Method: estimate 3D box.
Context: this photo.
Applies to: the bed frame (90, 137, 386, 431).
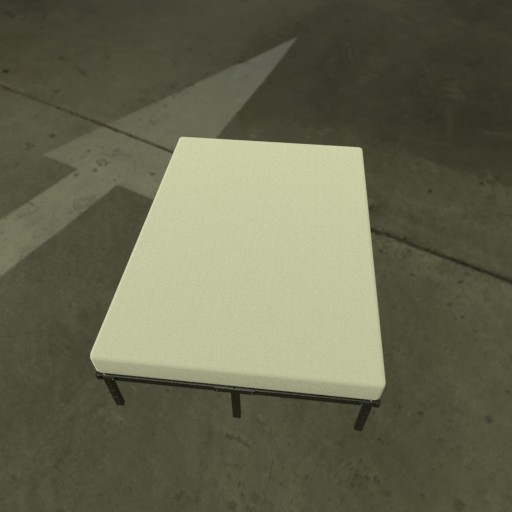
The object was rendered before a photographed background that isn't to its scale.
[{"bbox_3d":[0.000,0.000,3.883,2.205,0.680,2.842,10,47,9],"label":"bed frame"}]
